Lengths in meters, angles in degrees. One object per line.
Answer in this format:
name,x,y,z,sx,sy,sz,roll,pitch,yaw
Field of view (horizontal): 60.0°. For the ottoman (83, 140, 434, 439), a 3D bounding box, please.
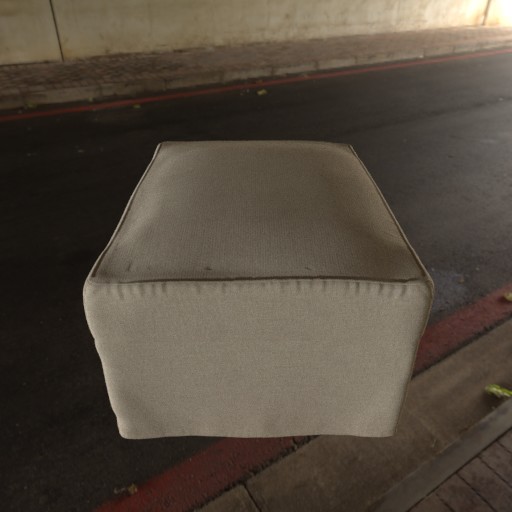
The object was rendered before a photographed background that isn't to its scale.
ottoman,0.000,0.000,1.227,0.650,0.485,0.833,0,32,0
